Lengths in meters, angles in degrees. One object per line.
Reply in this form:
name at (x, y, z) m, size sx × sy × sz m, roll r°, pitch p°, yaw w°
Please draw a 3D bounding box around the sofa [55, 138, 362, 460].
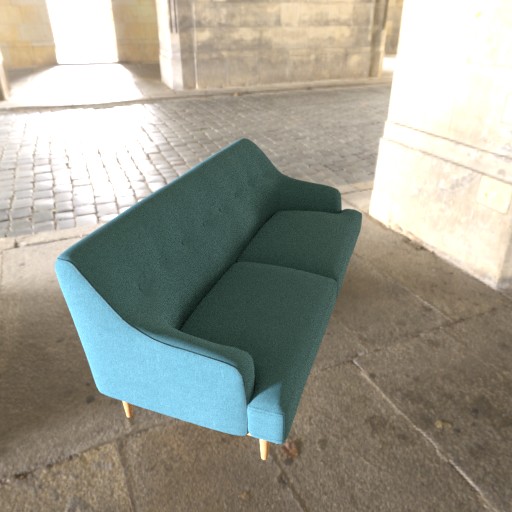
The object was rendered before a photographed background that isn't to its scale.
sofa at (0.000, 0.000, 2.572) m, size 0.978 × 0.871 × 2.057 m, roll 10°, pitch 30°, yaw 17°
